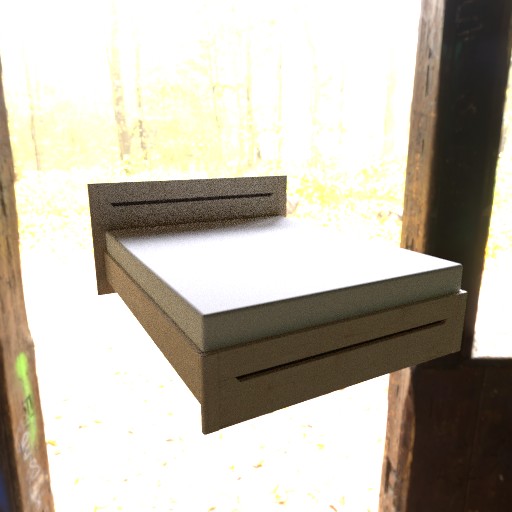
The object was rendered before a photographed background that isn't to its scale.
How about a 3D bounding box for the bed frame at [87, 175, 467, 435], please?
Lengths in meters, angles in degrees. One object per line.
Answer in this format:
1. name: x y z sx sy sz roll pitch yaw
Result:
1. bed frame: 0.000 0.000 3.032 1.800 0.900 2.080 -8 16 -28
